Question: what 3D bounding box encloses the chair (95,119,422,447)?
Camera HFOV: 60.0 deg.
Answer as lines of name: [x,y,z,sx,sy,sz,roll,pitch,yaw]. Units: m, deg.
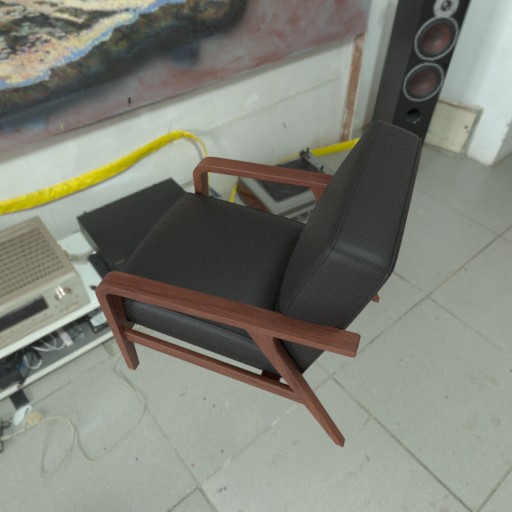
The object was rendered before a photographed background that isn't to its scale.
chair: [0.000,0.000,1.510,0.889,0.861,0.719,15,48,14]
